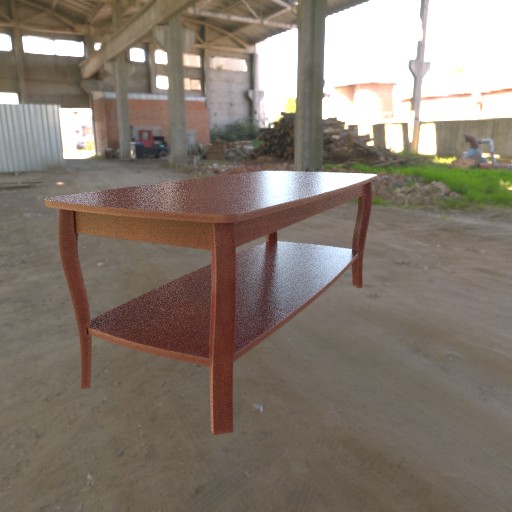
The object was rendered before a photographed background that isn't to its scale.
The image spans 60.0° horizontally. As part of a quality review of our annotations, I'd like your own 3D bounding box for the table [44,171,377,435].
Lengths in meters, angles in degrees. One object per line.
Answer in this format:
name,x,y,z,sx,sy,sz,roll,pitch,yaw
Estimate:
table,0.000,0.000,1.456,0.561,0.473,1.216,7,16,26
